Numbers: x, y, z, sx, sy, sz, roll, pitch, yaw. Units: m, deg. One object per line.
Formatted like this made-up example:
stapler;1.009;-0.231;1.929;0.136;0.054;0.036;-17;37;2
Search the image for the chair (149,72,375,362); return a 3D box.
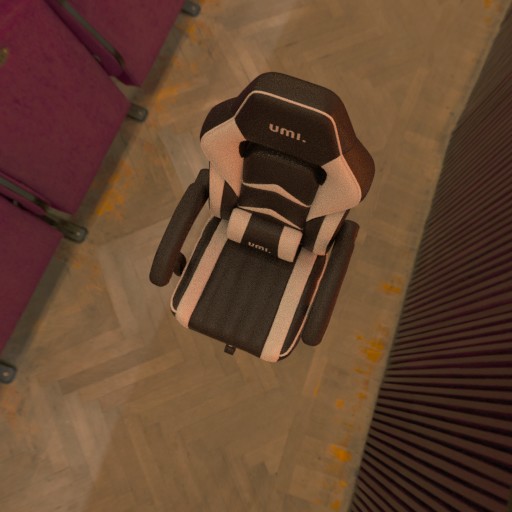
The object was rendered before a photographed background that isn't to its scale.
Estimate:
chair;0.000;0.000;1.639;0.676;1.200;0.700;21;76;6
